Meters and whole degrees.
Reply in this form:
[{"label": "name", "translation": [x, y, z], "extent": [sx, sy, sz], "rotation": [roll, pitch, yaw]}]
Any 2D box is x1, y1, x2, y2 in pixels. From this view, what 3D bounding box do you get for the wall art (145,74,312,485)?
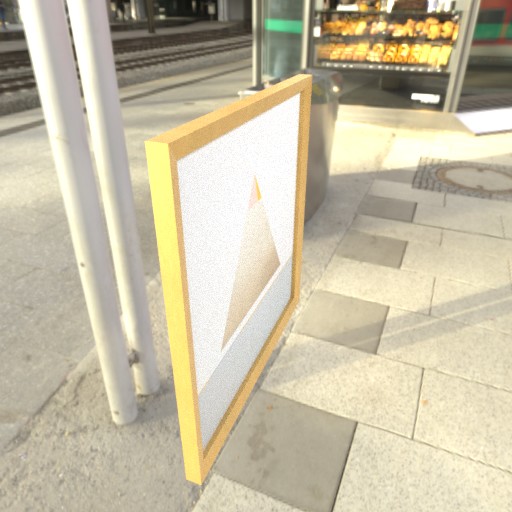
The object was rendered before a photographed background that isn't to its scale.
[{"label": "wall art", "translation": [0.000, 0.000, 2.828], "extent": [0.097, 1.936, 1.935], "rotation": [11, 31, 19]}]
